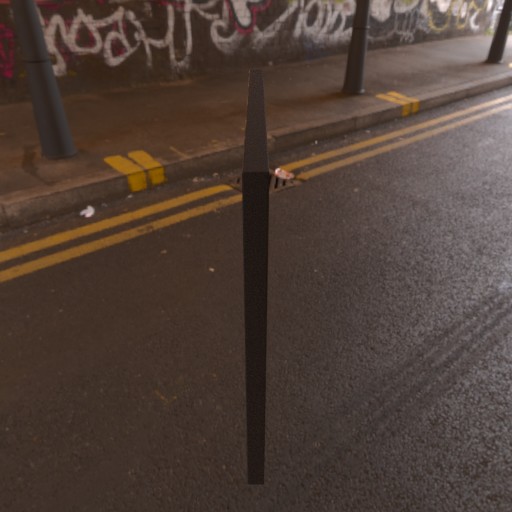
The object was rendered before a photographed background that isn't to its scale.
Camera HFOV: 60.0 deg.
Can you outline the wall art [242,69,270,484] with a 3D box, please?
[{"bbox_3d":[0.000,0.000,1.135,0.038,0.762,0.762,0,33,0],"label":"wall art"}]
